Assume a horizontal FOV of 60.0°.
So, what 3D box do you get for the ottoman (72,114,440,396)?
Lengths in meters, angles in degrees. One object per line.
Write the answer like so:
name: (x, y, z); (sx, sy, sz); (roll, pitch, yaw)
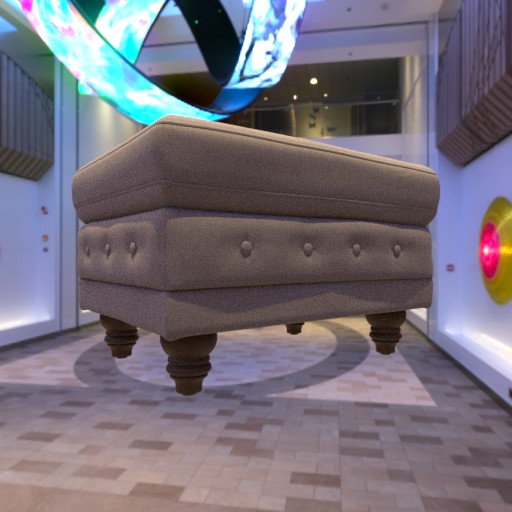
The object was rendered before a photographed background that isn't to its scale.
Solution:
ottoman: (0.000, 0.000, 1.112); (0.771, 0.500, 0.569); (0, 0, -36)
